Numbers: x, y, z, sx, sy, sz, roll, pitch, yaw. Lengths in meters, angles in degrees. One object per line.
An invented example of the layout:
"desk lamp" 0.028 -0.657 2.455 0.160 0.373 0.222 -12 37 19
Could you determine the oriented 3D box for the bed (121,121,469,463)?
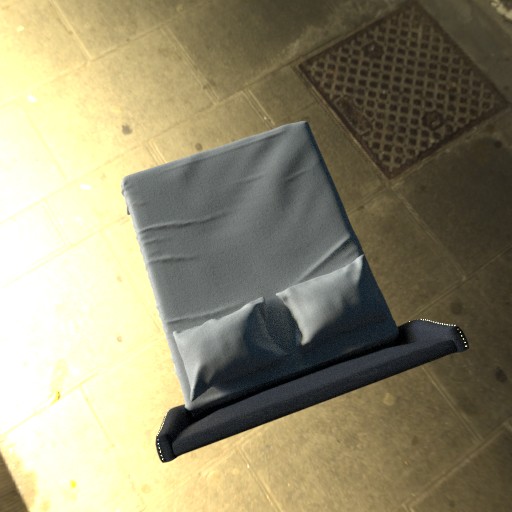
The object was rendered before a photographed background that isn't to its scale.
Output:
"bed" 0.000 0.000 3.436 1.925 1.332 2.276 -19 75 -5
